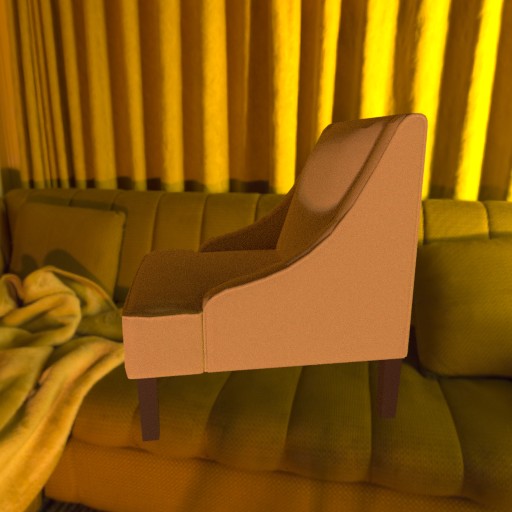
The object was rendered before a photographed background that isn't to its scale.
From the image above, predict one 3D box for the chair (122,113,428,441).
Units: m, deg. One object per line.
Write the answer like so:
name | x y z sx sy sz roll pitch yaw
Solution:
chair | 0.000 0.000 1.489 0.806 0.886 0.689 -2 14 -8
